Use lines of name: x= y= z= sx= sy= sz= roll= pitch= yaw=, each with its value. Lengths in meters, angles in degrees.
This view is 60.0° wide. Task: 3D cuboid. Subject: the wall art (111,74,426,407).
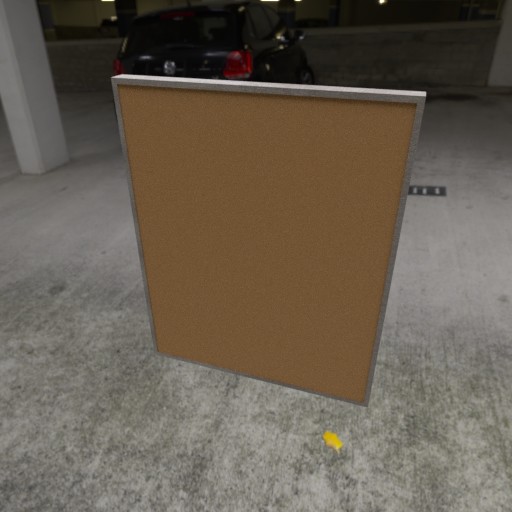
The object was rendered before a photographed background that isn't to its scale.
wall art: x=0.000 y=0.000 z=0.711 sx=0.421 sy=0.521 sz=0.032 roll=10 pitch=32 yaw=16
